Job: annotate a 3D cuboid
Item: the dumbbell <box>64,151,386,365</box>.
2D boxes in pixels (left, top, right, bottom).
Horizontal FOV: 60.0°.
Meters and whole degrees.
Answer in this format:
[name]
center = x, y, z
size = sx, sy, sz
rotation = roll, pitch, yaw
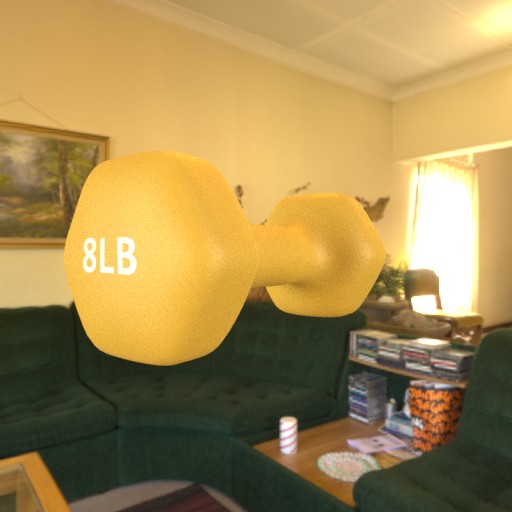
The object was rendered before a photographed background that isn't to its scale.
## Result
[dumbbell]
center = 0.000, 0.000, 0.241
size = 0.090, 0.082, 0.190
rotation = 0, 1, 36
